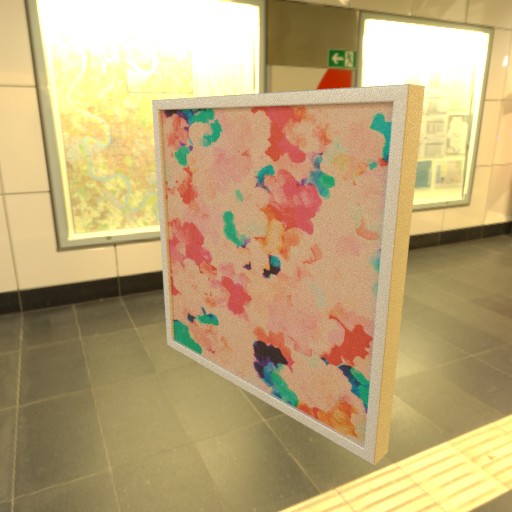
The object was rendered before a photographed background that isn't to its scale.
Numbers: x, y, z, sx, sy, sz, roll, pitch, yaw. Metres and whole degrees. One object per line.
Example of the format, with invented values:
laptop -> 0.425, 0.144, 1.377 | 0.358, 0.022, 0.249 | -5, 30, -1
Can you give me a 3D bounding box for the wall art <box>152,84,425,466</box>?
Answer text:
wall art -> 0.000, 0.000, 0.737 | 0.506, 0.505, 0.038 | 16, 23, 42
